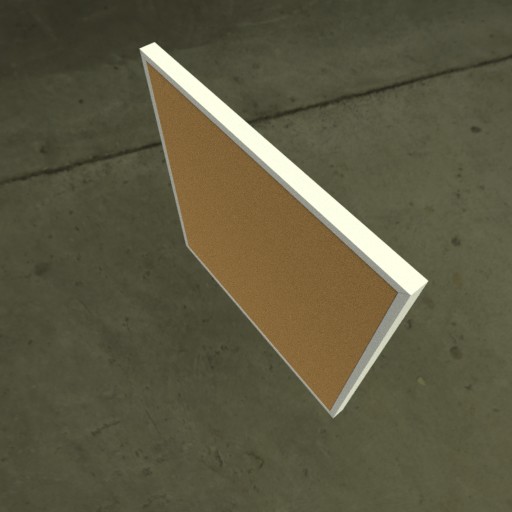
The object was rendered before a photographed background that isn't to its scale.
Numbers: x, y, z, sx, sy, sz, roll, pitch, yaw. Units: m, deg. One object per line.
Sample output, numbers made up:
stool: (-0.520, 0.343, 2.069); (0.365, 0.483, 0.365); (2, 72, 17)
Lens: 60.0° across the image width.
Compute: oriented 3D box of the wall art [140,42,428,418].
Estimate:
wall art: (0.000, 0.000, 1.122); (0.038, 0.762, 0.762); (-34, 63, -20)
